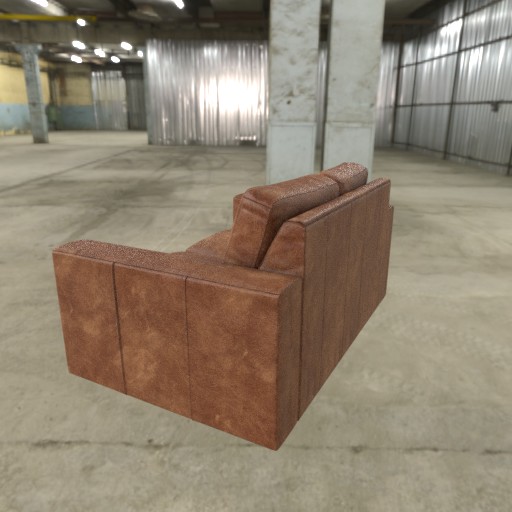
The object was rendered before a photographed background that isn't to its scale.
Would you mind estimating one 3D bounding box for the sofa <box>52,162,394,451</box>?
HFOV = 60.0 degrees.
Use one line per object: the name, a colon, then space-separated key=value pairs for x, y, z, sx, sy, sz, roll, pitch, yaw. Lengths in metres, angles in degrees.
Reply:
sofa: x=0.000 y=0.000 z=2.290 sx=1.041 sy=0.889 sz=1.626 roll=9 pitch=20 yaw=27
